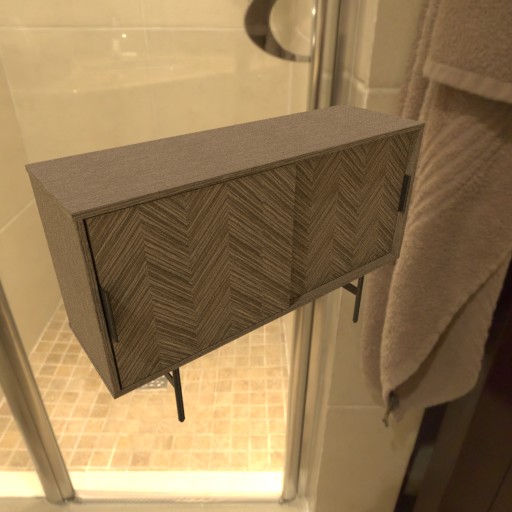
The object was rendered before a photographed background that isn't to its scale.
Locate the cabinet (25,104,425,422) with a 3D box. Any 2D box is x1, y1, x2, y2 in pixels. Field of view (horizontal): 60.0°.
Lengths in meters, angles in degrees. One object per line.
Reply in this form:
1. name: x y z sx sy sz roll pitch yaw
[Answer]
1. cabinet: 0.000 0.000 1.517 1.194 0.787 0.405 -21 37 -31
